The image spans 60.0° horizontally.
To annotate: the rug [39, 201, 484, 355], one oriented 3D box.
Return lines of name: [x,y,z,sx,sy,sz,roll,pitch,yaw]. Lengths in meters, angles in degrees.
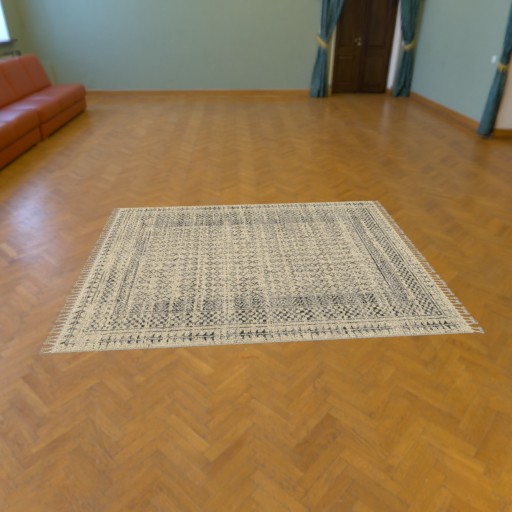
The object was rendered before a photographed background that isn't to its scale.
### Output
rug: [0.000,0.000,3.878,2.940,0.013,2.312,-2,30,-4]
